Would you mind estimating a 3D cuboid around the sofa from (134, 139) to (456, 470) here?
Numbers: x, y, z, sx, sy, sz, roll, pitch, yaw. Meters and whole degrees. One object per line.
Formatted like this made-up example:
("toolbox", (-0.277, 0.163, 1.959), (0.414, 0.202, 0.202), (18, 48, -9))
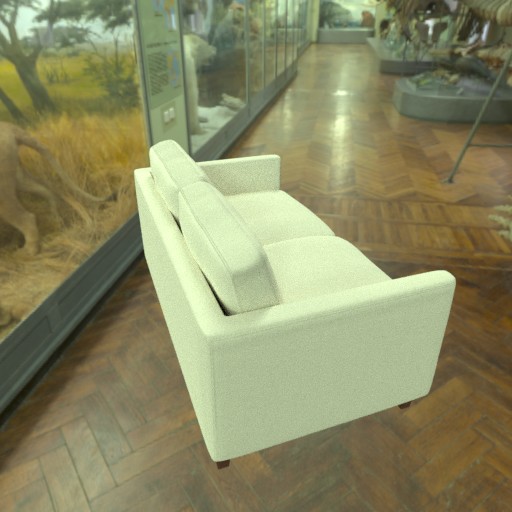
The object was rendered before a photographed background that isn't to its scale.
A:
("sofa", (0.000, 0.000, 2.225), (0.964, 0.888, 1.702), (-10, 31, -18))
